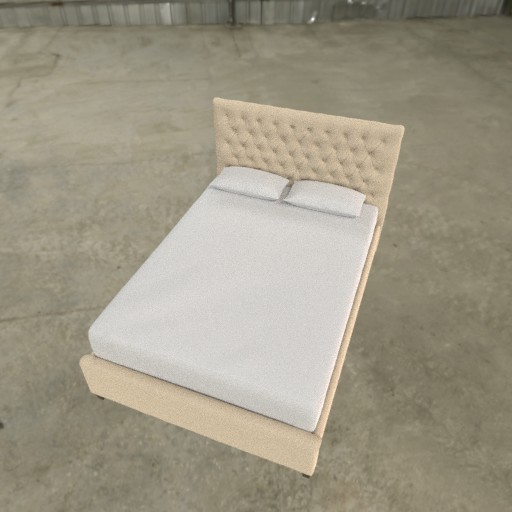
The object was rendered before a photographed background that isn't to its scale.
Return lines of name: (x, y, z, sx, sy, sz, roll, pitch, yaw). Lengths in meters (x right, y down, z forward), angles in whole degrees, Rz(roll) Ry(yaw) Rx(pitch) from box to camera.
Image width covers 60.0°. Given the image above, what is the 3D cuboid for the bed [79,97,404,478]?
bed: (0.000, 0.000, 3.433, 1.698, 1.427, 2.387, 14, 43, 16)
